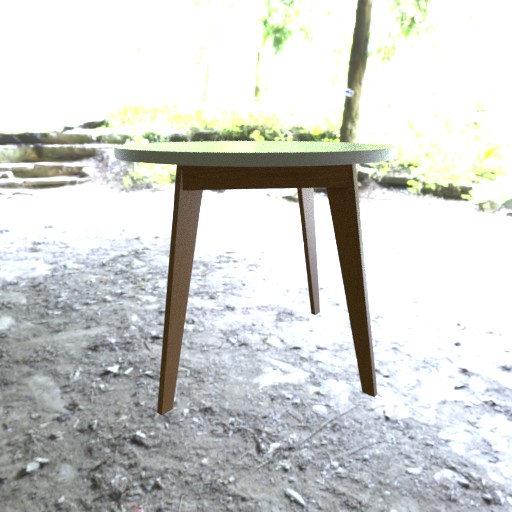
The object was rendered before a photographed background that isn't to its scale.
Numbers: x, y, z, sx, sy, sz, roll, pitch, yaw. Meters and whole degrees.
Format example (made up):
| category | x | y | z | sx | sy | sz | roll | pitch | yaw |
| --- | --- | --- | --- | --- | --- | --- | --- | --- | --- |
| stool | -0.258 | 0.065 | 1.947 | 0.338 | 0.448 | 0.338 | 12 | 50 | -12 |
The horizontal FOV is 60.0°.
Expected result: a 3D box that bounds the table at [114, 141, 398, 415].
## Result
| category | x | y | z | sx | sy | sz | roll | pitch | yaw |
| --- | --- | --- | --- | --- | --- | --- | --- | --- | --- |
| table | 0.000 | 0.000 | 1.568 | 0.896 | 0.762 | 0.896 | 0 | 16 | 0 |
